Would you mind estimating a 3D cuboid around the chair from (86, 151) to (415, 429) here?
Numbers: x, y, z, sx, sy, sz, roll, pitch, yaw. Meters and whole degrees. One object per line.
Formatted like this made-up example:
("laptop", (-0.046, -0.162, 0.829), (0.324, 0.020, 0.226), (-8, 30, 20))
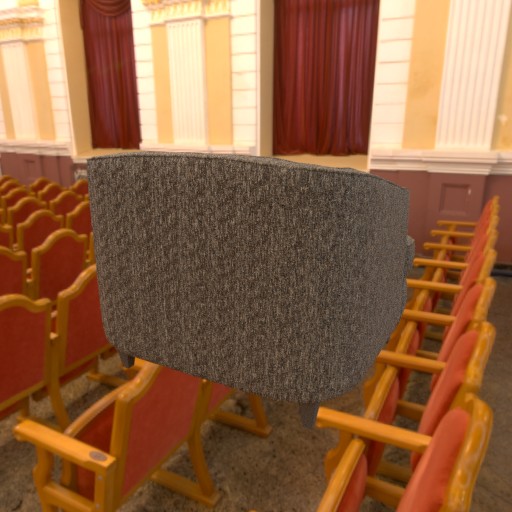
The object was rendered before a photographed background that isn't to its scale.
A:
("chair", (0.000, 0.000, 1.787), (1.104, 0.852, 0.941), (9, 18, 27))
